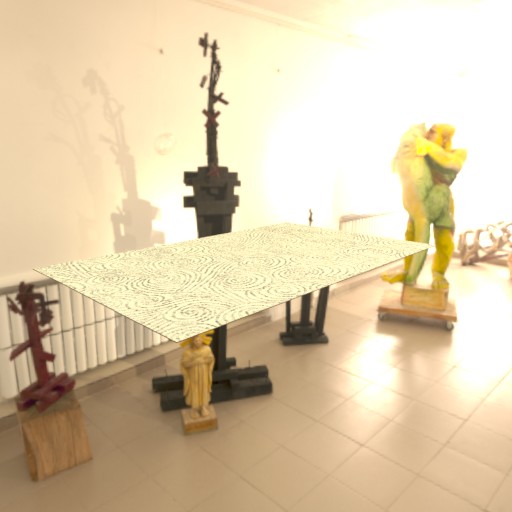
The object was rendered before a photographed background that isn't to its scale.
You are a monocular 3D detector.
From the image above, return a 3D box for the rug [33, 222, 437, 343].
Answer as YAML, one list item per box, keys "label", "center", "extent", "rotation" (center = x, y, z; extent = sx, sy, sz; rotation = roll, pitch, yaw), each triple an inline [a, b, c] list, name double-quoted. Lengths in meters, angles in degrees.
- label: "rug"
  center: [0.000, 0.000, 3.098]
  extent: [1.524, 0.005, 2.439]
  rotation: [13, 19, 43]
